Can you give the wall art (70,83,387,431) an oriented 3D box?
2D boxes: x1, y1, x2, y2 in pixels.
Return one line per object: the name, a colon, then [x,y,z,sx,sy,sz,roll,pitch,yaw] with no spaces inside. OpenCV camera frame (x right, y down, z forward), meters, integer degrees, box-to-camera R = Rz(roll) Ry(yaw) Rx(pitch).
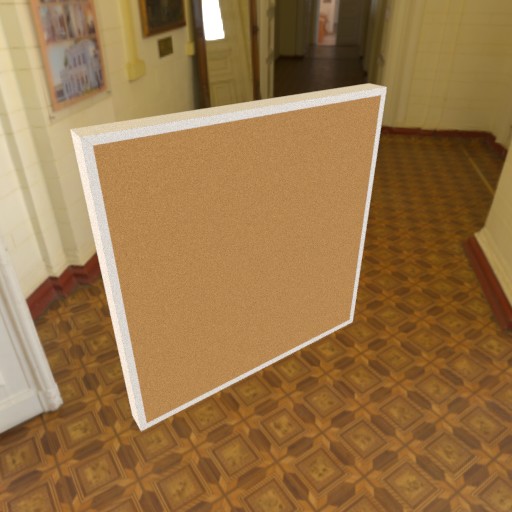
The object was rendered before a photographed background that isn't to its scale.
wall art: [0.000,0.000,0.768,0.509,0.509,0.040,-20,37,-29]
